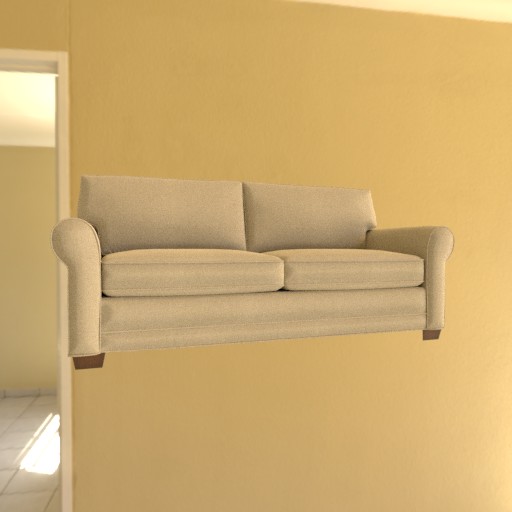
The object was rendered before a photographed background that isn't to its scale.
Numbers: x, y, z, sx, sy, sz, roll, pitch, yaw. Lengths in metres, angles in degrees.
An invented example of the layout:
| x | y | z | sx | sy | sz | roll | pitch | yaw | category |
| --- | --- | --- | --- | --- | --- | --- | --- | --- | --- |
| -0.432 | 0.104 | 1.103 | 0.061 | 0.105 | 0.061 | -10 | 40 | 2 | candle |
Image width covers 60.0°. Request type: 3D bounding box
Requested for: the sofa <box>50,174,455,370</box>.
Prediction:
| x | y | z | sx | sy | sz | roll | pitch | yaw | category |
| --- | --- | --- | --- | --- | --- | --- | --- | --- | --- |
| 0.000 | 0.000 | 2.620 | 2.146 | 0.962 | 0.901 | 0 | 1 | -20 | sofa |
